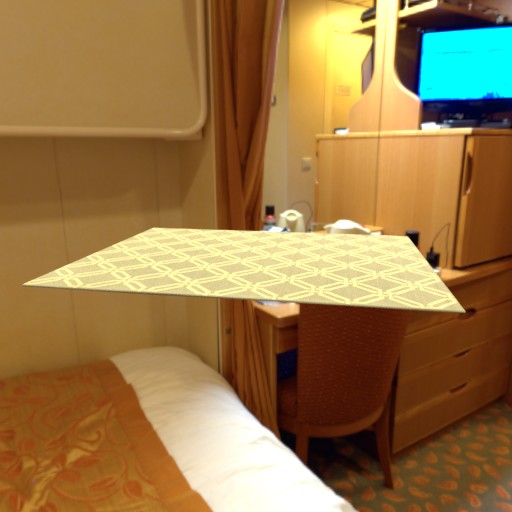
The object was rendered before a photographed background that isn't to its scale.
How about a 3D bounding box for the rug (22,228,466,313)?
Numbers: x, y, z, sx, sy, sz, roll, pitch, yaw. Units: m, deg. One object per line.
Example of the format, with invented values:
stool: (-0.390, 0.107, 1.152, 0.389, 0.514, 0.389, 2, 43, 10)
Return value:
rug: (0.000, 0.000, 3.916, 2.895, 0.018, 2.288, 2, 14, 10)
